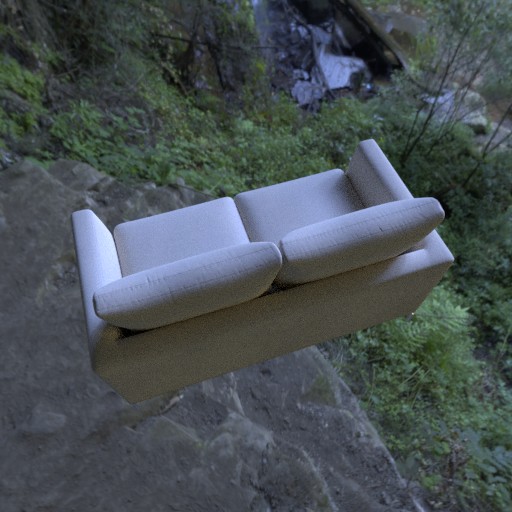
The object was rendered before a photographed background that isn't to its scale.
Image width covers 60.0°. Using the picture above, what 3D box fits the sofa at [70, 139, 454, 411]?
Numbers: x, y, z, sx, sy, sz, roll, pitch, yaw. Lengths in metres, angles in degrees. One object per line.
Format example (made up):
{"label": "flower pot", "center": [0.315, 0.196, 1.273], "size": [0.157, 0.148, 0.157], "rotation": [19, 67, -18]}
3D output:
{"label": "sofa", "center": [0.000, 0.000, 2.374], "size": [1.739, 0.995, 0.906], "rotation": [-16, 59, -10]}
